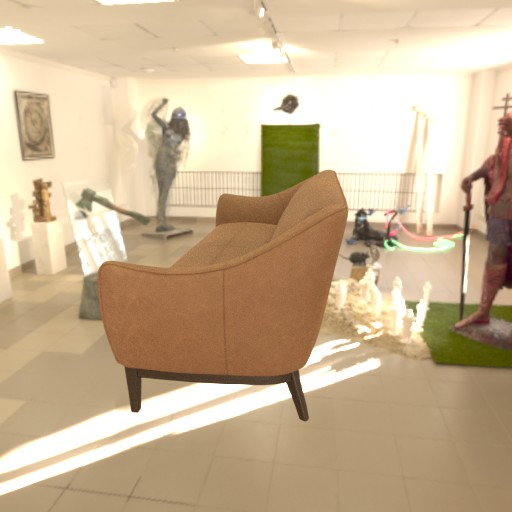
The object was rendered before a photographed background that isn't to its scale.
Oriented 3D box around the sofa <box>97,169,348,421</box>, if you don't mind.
[{"bbox_3d":[0.000,0.000,2.411,0.869,0.830,1.928,2,15,8],"label":"sofa"}]
